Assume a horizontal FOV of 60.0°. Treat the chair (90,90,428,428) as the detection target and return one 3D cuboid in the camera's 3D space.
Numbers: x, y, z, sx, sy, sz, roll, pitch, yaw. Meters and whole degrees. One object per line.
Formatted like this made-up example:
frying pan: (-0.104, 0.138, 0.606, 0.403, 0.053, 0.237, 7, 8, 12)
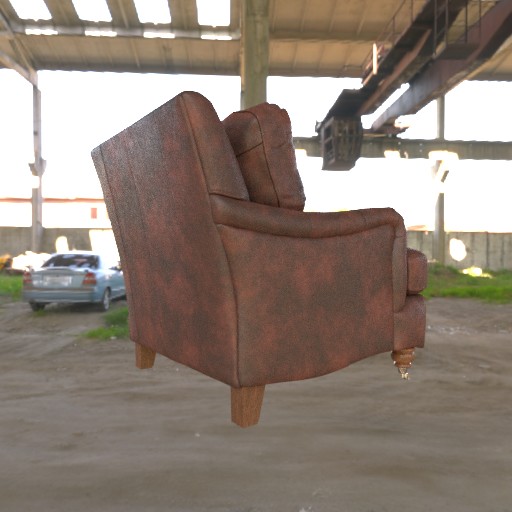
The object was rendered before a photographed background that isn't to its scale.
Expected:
chair: (0.000, 0.000, 1.902, 1.156, 1.051, 0.987, -1, 1, -36)
